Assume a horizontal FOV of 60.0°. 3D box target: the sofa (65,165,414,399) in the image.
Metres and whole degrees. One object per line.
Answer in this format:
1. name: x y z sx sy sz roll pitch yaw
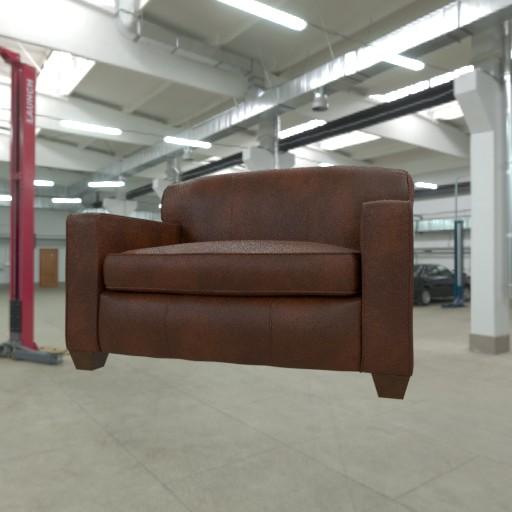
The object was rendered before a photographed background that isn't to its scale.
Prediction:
1. sofa: 0.000 0.000 2.064 1.413 0.956 1.000 0 -1 18
